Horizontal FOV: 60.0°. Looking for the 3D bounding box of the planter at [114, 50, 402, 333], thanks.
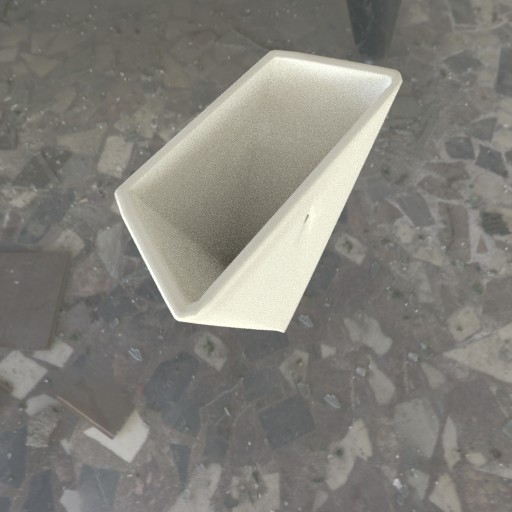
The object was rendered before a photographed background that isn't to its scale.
[{"bbox_3d":[0.000,0.000,0.269,0.060,0.197,0.150,34,68,16],"label":"planter"}]
